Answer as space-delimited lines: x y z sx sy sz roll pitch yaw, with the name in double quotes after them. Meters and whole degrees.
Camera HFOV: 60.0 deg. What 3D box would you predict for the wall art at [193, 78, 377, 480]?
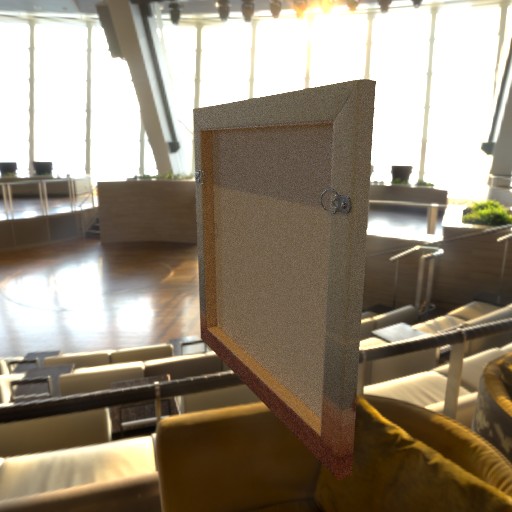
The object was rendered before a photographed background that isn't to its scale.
0.000 0.000 0.900 0.034 0.605 0.605 -8 16 -27 "wall art"
